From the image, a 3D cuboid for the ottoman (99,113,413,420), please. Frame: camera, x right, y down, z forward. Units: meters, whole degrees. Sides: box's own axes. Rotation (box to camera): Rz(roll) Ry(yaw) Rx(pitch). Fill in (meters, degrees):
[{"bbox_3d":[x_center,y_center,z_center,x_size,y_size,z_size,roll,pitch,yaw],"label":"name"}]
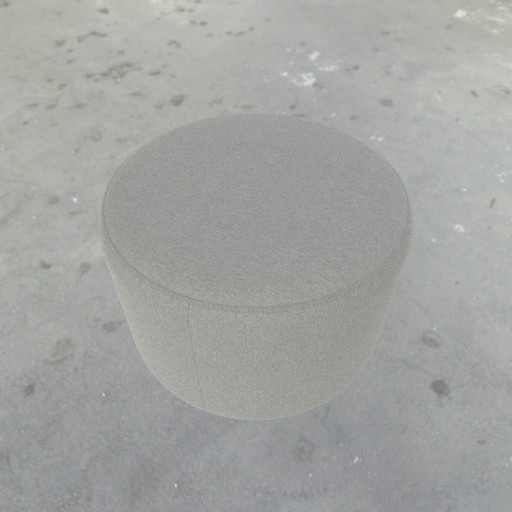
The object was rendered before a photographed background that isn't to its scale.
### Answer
[{"bbox_3d":[0.000,0.000,0.989,0.608,0.433,0.608,0,46,0],"label":"ottoman"}]
